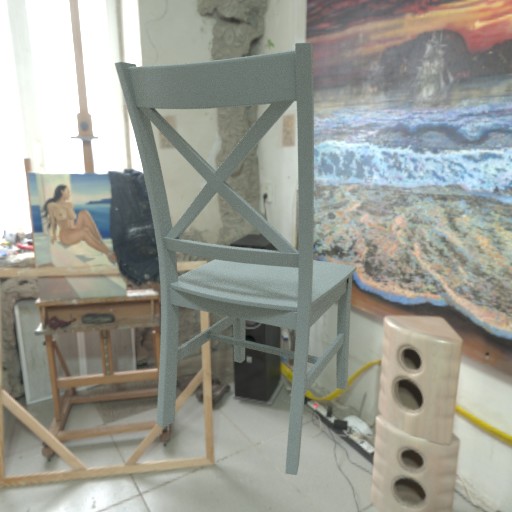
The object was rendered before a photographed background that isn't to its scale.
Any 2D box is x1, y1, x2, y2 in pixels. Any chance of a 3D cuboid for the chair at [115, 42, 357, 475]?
[{"bbox_3d":[0.000,0.000,1.258,0.485,0.983,0.542,8,16,27],"label":"chair"}]
